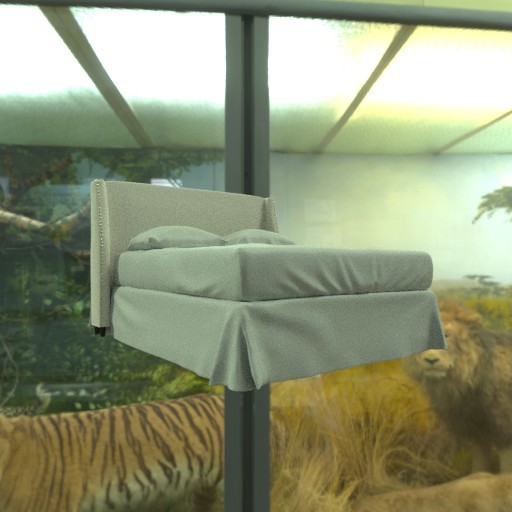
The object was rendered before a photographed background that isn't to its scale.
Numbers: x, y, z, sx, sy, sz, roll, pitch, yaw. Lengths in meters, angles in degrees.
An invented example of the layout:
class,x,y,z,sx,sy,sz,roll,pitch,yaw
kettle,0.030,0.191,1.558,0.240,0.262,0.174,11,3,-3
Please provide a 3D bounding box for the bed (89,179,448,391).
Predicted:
class,x,y,z,sx,sy,sz,roll,pitch,yaw
bed,0.000,0.000,3.451,1.925,1.332,2.276,1,-1,-36
